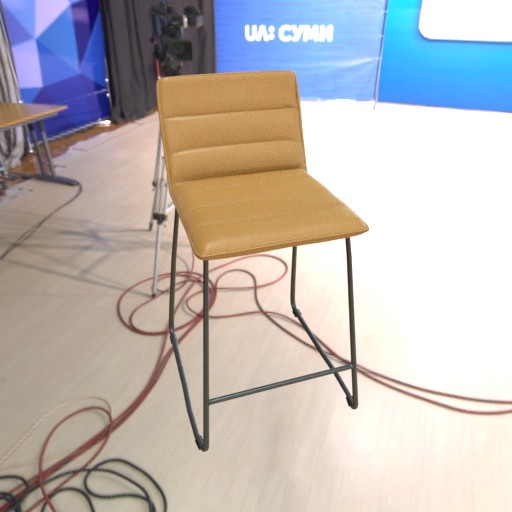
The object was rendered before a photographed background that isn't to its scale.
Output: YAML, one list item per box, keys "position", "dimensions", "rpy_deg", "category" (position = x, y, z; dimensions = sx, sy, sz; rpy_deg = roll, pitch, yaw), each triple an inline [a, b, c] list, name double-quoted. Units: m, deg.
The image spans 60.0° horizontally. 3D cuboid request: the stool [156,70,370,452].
- position: [0.000, 0.000, 1.212]
  dimensions: [0.489, 0.866, 0.524]
  rpy_deg: [-10, 33, -15]
  category: "stool"
